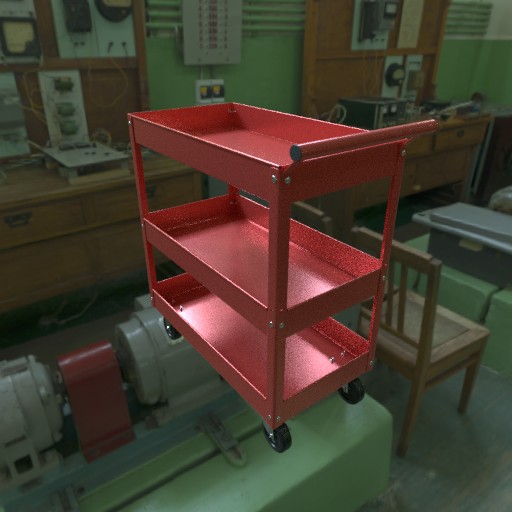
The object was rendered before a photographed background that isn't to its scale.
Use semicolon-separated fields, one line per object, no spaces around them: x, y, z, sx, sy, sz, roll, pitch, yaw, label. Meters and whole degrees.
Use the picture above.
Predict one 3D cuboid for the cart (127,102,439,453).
0.000;0.000;1.206;0.366;0.780;0.719;-19;32;-32;cart
